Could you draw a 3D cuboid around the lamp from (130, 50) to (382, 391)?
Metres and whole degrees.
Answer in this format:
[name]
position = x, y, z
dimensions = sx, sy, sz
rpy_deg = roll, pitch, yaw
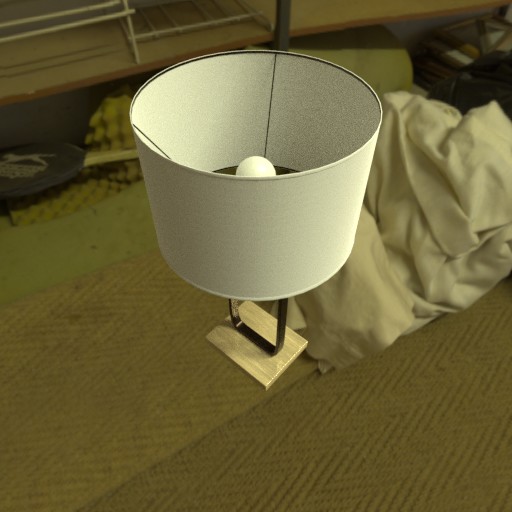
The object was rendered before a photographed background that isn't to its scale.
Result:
[lamp]
position = 0.000, 0.000, 0.683
dimensions = 0.279, 0.508, 0.279
rpy_deg = 33, 55, 27
